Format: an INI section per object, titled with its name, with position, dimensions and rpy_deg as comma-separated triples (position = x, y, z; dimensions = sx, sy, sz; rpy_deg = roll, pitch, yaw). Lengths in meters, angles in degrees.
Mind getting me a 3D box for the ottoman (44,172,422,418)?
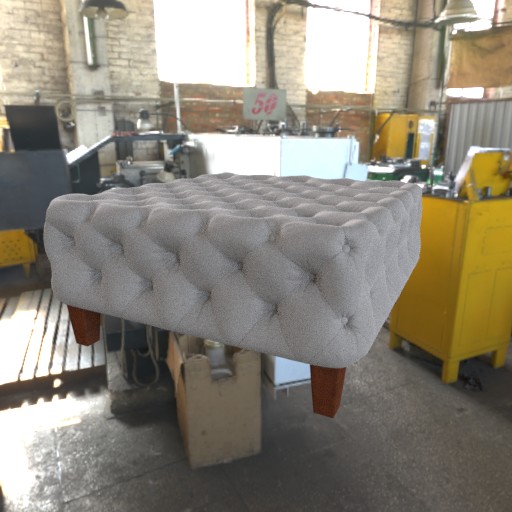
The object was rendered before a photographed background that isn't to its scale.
[ottoman]
position = 0.000, 0.000, 1.181
dimensions = 0.758, 0.365, 0.764
rpy_deg = 8, 18, 26
